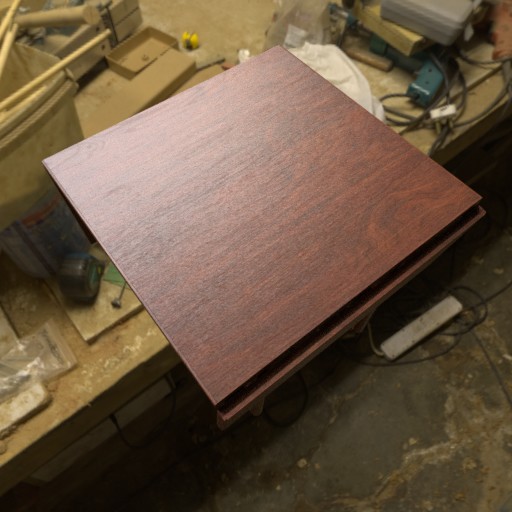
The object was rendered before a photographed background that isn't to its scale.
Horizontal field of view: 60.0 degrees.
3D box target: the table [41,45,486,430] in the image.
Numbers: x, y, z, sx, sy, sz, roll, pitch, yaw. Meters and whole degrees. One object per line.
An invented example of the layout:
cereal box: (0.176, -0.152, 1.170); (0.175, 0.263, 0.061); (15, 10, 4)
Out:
table: (0.000, 0.000, 1.452); (0.812, 0.763, 0.843); (-34, 65, -19)
